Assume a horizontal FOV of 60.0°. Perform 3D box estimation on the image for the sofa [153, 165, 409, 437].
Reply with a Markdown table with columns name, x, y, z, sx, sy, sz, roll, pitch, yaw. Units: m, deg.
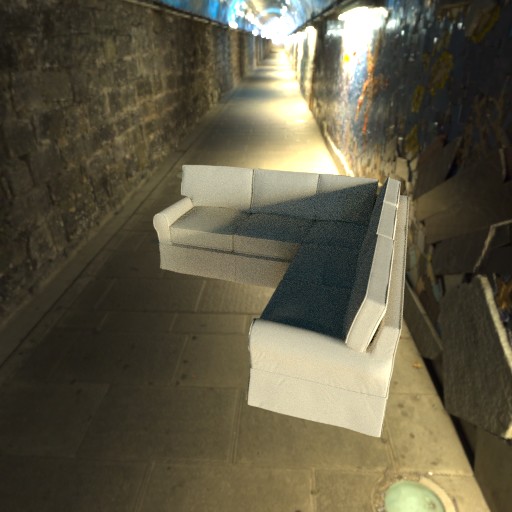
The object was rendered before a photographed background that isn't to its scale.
| name | x | y | z | sx | sy | sz | roll | pitch | yaw |
| --- | --- | --- | --- | --- | --- | --- | --- | --- | --- |
| sofa | 0.000 | 0.000 | 4.105 | 2.591 | 1.070 | 2.597 | 8 | 27 | 16 |
